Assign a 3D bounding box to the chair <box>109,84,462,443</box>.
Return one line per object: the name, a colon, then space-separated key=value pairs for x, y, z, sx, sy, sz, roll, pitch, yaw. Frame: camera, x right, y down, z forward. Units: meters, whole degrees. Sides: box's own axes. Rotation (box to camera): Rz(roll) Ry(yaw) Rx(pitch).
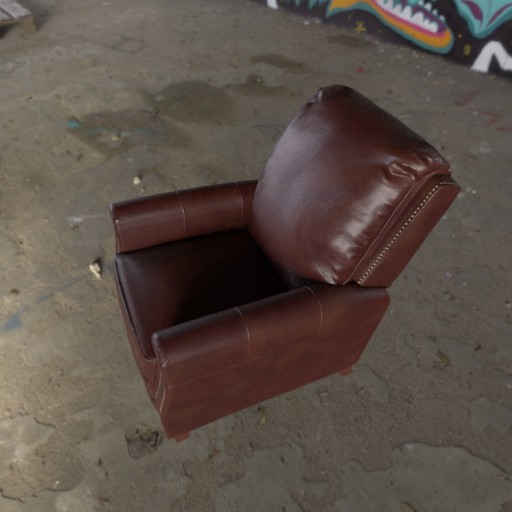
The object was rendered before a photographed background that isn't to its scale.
chair: x=0.000 y=0.000 z=1.716 sx=1.089 sy=1.022 sz=0.826 roll=-17 pitch=47 yaw=-16
